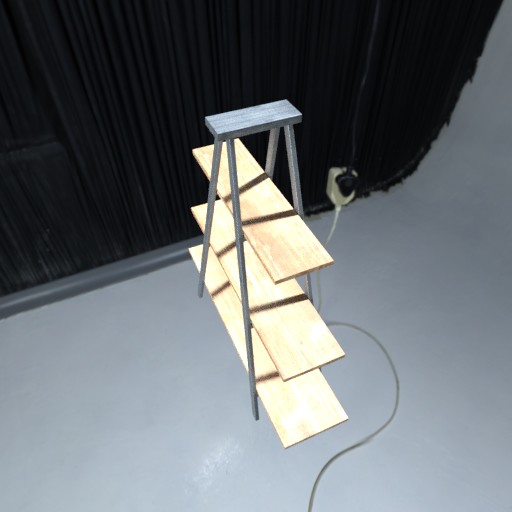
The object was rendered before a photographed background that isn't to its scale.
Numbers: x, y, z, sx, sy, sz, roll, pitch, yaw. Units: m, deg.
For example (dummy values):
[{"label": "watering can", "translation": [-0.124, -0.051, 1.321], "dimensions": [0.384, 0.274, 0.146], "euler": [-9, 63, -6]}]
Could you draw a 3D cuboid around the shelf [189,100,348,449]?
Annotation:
[{"label": "shelf", "translation": [0.000, 0.000, 2.655], "dimensions": [0.508, 1.808, 1.746], "euler": [-18, 49, -16]}]
